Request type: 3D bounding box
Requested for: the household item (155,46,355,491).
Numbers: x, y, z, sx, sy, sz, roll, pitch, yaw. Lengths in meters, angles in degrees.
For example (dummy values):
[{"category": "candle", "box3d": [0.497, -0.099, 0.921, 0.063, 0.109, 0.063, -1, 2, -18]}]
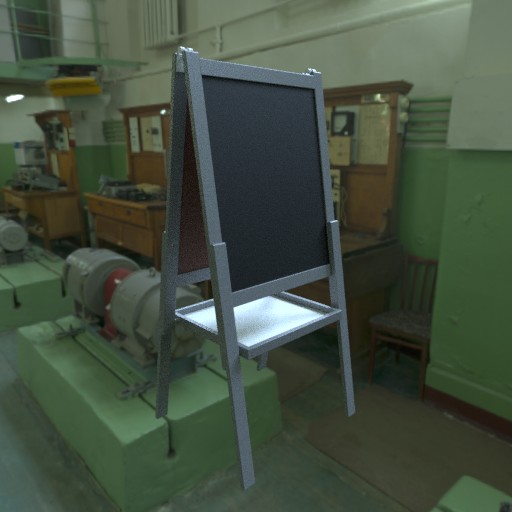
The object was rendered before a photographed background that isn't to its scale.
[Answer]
[{"category": "household item", "box3d": [0.000, 0.000, 1.427, 0.531, 1.172, 0.469, -13, 19, -42]}]
